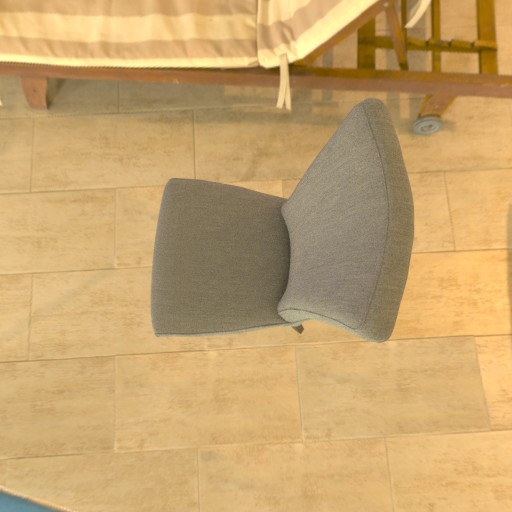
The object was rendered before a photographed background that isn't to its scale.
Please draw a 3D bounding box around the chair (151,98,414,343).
[{"bbox_3d":[0.000,0.000,1.369,0.660,0.991,0.520,3,78,1],"label":"chair"}]
